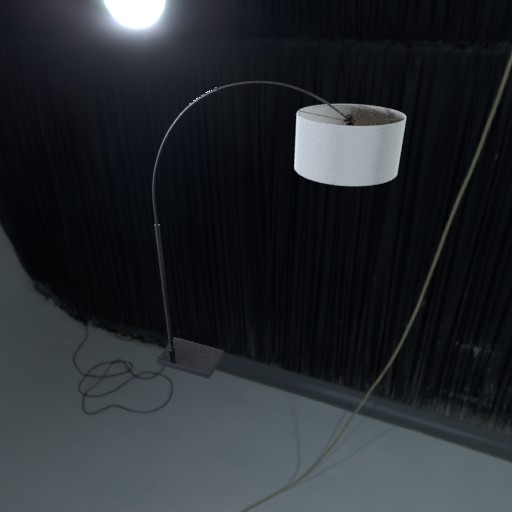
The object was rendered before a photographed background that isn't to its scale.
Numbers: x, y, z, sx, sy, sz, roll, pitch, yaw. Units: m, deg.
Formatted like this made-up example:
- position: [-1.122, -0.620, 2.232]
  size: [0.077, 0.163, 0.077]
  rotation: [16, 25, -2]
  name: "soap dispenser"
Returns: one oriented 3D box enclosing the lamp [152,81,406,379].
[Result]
- position: [0.000, 0.000, 2.595]
  size: [1.424, 1.927, 0.493]
  rotation: [11, 31, 18]
  name: "lamp"
